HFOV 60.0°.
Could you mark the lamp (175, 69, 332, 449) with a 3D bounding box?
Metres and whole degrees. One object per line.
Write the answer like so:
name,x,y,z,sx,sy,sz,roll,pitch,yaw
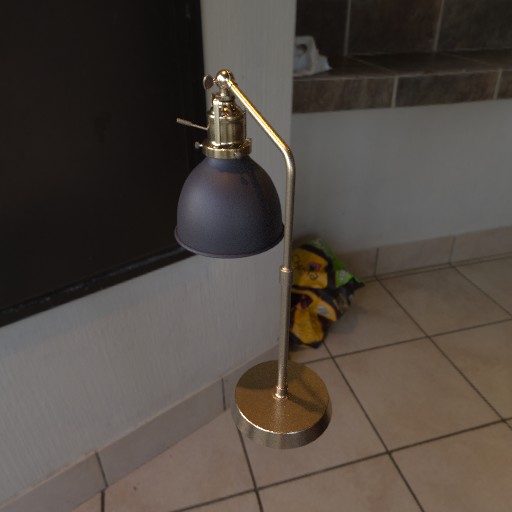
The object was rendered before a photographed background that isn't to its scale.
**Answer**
lamp,0.000,0.000,0.602,0.160,0.456,0.291,-20,36,-29
